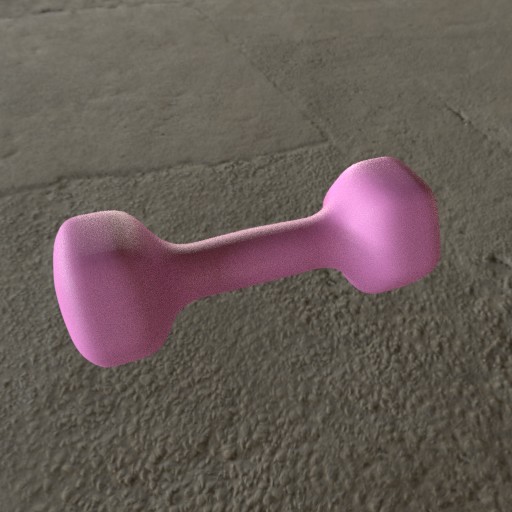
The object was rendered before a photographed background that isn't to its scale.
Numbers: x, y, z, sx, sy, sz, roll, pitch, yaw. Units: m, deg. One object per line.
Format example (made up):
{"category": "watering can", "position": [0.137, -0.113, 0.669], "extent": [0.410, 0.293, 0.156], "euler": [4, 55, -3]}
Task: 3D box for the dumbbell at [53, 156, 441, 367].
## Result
{"category": "dumbbell", "position": [0.000, 0.000, 0.192], "extent": [0.159, 0.058, 0.064], "euler": [-13, 45, -13]}
